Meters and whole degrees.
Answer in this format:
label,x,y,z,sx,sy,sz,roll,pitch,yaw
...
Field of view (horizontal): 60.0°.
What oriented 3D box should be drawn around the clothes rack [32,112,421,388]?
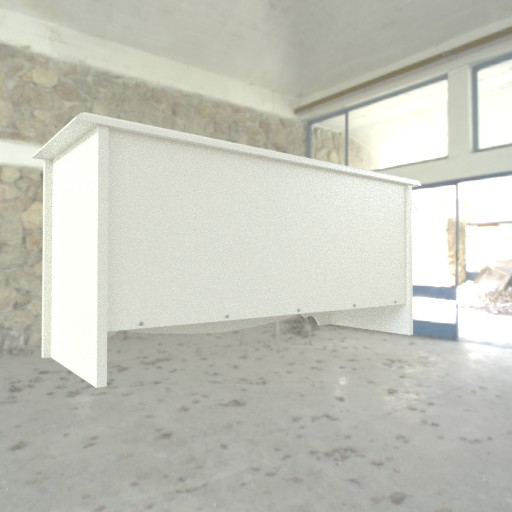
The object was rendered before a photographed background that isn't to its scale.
label,x,y,z,sx,sy,sz,roll,pitch,yaw
clothes rack,0.000,0.000,1.405,1.218,0.558,0.405,1,-1,-38
